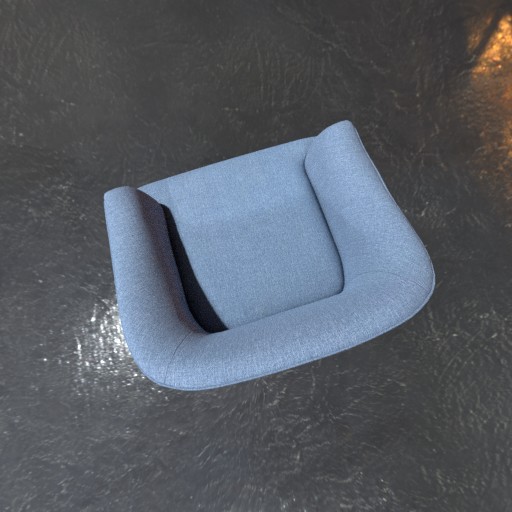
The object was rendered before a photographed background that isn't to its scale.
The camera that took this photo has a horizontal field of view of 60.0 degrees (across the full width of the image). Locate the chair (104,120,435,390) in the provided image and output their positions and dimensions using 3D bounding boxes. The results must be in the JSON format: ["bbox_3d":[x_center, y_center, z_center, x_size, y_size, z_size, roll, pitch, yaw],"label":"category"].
[{"bbox_3d":[0.000,0.000,1.396,0.772,0.815,0.704,-17,76,-4],"label":"chair"}]
